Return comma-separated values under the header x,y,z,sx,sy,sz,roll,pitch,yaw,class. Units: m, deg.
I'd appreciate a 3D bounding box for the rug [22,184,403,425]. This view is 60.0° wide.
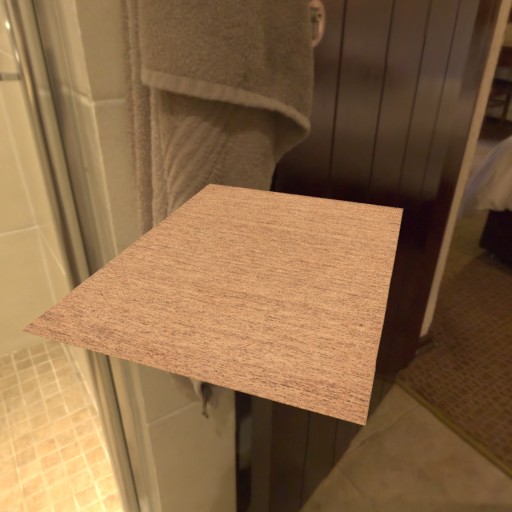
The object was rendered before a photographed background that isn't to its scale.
x,y,z,sx,sy,sz,roll,pitch,yaw,class
0.000,0.000,4.147,2.448,0.013,3.205,10,31,17,rug
